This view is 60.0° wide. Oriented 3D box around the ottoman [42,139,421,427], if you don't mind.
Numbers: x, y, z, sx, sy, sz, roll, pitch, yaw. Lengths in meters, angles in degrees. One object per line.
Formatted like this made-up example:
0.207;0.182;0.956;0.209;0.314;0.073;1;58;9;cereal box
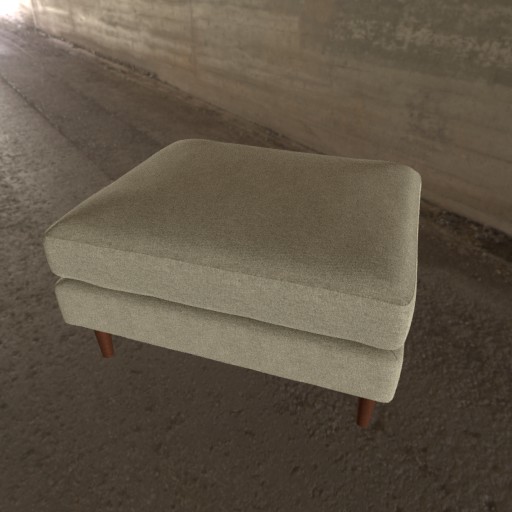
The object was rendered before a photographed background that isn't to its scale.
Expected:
0.000;0.000;1.248;0.821;0.474;0.693;10;34;15;ottoman
